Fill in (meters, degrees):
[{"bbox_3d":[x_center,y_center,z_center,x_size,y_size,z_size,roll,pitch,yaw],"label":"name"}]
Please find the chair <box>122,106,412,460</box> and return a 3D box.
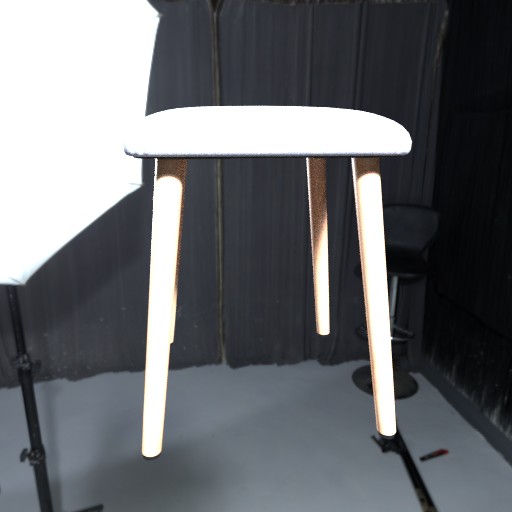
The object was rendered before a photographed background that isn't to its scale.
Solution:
[{"bbox_3d":[0.000,0.000,0.695,0.350,0.440,0.350,-2,15,-7],"label":"chair"}]
